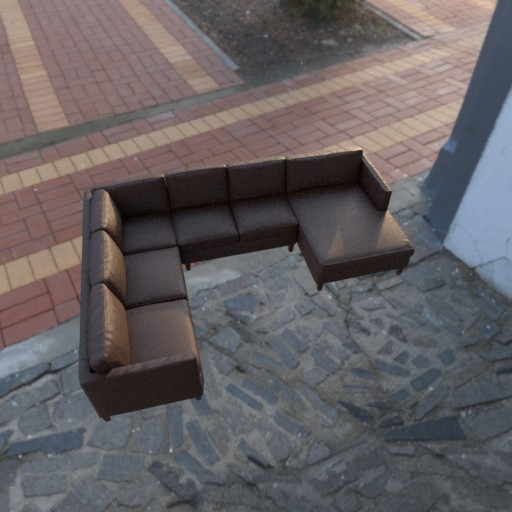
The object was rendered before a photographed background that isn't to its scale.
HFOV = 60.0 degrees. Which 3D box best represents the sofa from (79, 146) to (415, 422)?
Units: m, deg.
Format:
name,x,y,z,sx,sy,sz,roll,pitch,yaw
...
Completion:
name,x,y,z,sx,sy,sz,roll,pitch,yaw
sofa,0.000,0.000,4.720,3.460,0.923,2.593,-10,47,-10
